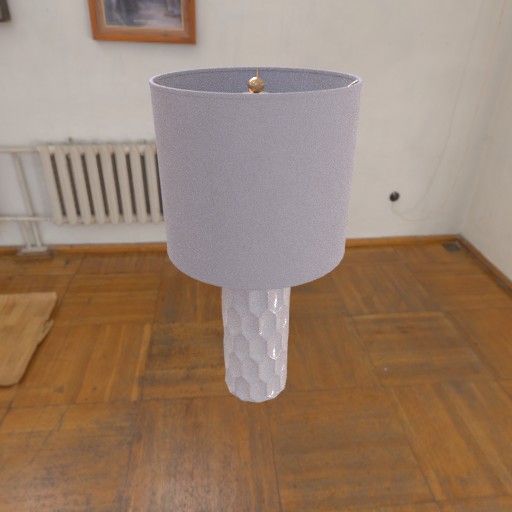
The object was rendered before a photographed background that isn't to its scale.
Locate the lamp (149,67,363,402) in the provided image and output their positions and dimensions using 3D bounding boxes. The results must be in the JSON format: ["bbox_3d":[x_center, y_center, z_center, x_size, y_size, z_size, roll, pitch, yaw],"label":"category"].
[{"bbox_3d":[0.000,0.000,0.713,0.277,0.537,0.277,22,35,34],"label":"lamp"}]
